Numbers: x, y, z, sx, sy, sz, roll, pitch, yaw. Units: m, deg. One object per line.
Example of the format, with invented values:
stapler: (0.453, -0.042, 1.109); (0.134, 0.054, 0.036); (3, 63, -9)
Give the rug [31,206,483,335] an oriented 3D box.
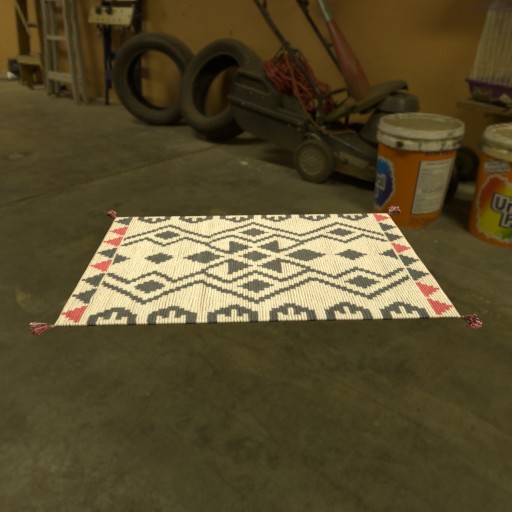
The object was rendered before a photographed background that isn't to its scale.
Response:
rug: (0.000, 0.000, 3.291); (2.672, 0.066, 1.741); (-1, 29, -2)
